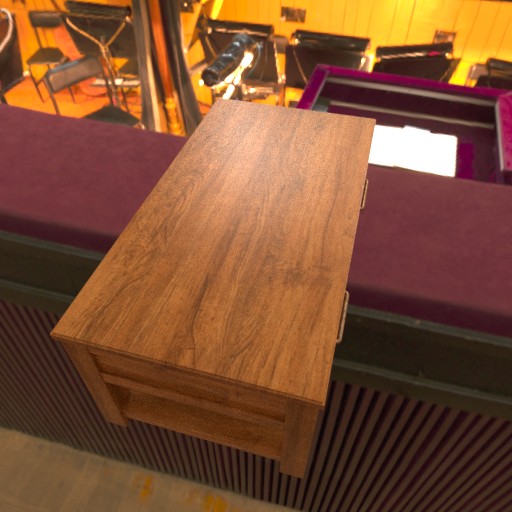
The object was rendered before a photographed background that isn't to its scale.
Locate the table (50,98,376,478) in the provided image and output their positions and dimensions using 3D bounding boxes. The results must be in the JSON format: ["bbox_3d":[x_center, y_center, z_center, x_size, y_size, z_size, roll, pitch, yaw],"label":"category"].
[{"bbox_3d":[0.000,0.000,1.483,0.635,0.480,1.150,11,47,11],"label":"table"}]
